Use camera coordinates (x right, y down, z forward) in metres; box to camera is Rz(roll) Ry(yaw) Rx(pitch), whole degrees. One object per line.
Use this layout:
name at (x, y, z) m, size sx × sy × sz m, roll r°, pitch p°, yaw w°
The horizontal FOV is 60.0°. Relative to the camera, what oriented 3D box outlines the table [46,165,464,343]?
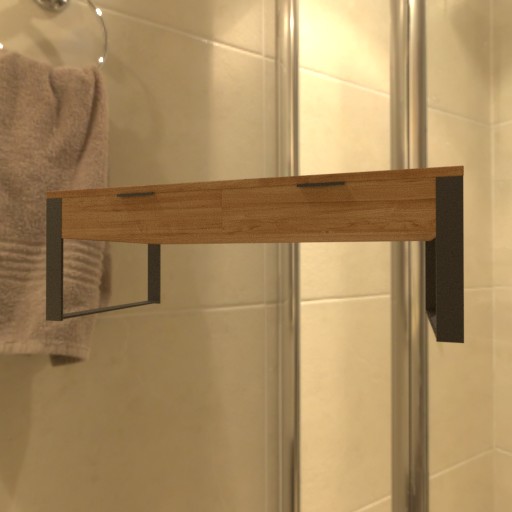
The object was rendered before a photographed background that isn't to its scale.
table at (0.000, 0.000, 1.456) m, size 1.180 × 0.400 × 0.590 m, roll 0°, pitch -1°, yaw 19°
